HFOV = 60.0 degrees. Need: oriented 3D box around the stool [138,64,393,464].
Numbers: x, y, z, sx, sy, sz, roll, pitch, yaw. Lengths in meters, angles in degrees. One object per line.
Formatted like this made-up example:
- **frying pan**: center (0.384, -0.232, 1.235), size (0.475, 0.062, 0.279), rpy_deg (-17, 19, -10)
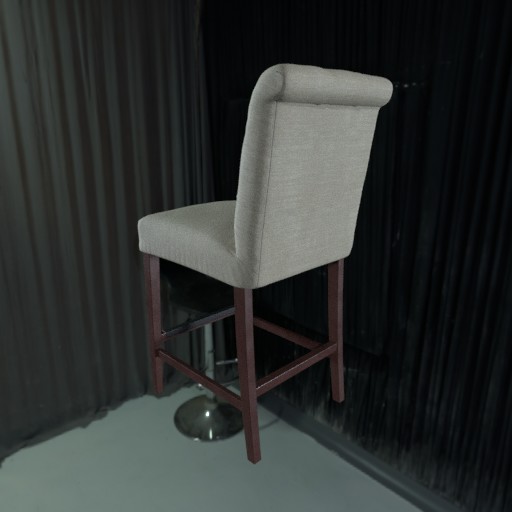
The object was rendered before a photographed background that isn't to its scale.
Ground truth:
- **stool**: center (0.000, 0.000, 1.448), size (0.486, 1.084, 0.660), rpy_deg (-16, 23, -42)
